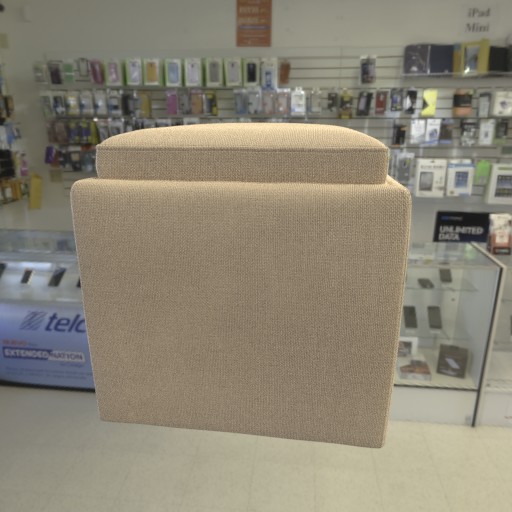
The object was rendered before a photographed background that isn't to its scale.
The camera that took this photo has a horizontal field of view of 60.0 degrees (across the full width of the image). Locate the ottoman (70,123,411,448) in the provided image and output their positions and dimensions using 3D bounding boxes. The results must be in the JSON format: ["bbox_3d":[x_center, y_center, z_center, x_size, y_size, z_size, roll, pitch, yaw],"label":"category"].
[{"bbox_3d":[0.000,0.000,0.800,0.451,0.460,0.450,2,17,8],"label":"ottoman"}]
